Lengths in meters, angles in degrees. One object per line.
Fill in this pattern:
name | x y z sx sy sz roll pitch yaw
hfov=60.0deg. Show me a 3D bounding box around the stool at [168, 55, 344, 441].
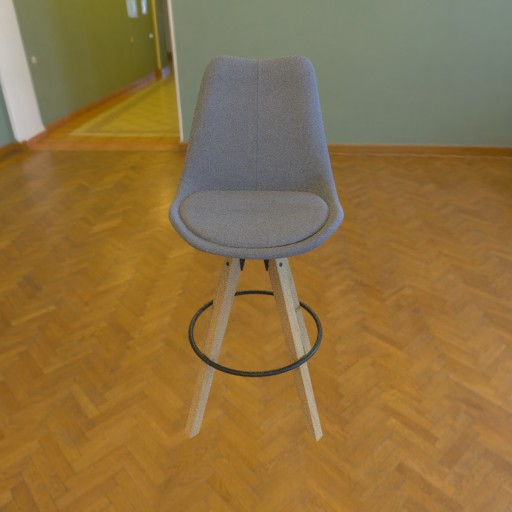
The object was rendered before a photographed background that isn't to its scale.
stool | 0.000 0.000 1.401 0.485 1.115 0.550 1 29 1
